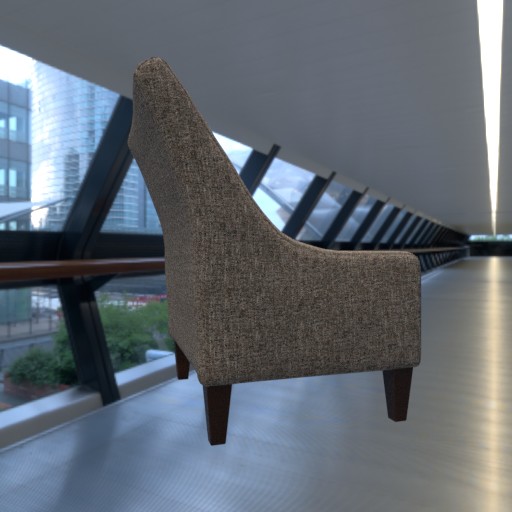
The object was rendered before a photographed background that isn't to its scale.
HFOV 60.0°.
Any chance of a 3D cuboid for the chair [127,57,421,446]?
[{"bbox_3d":[0.000,0.000,1.586,0.870,1.014,0.774,0,0,-17],"label":"chair"}]
